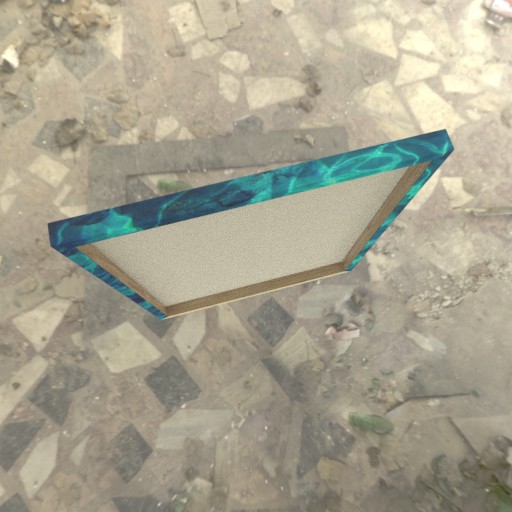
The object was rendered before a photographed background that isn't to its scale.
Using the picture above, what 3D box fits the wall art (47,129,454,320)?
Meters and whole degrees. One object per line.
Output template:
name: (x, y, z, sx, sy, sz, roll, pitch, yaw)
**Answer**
wall art: (0.000, 0.000, 1.017, 0.609, 0.760, 0.038, -14, 75, -4)
